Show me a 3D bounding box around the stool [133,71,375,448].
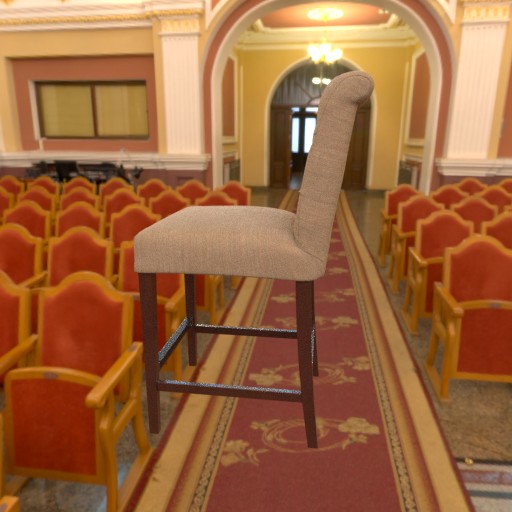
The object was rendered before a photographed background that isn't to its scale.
[{"bbox_3d":[0.000,0.000,1.466,0.660,1.084,0.486,2,15,8],"label":"stool"}]
